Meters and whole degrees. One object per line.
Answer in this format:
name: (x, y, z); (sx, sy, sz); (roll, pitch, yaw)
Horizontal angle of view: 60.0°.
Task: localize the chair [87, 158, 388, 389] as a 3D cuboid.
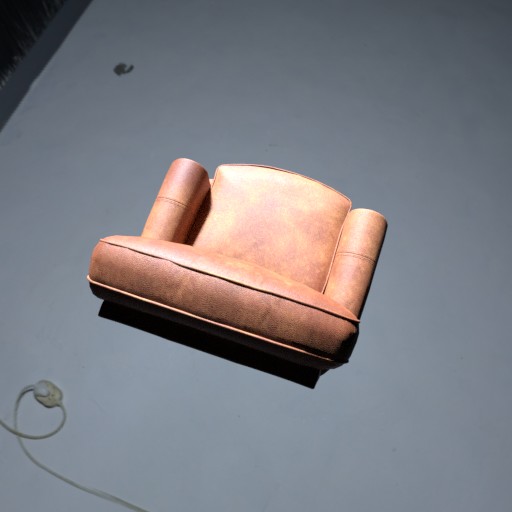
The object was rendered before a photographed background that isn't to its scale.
chair: (0.000, 0.000, 1.790); (0.936, 1.018, 0.986); (17, 66, 8)
